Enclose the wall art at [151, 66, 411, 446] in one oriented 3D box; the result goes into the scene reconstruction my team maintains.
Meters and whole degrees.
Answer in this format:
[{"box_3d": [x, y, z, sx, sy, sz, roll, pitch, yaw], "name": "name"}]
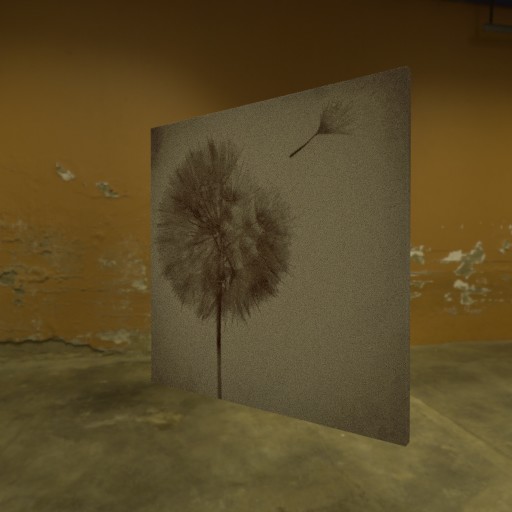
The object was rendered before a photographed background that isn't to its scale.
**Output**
[{"box_3d": [0.000, 0.000, 1.121, 0.762, 0.762, 0.027, 0, 1, 36], "name": "wall art"}]
